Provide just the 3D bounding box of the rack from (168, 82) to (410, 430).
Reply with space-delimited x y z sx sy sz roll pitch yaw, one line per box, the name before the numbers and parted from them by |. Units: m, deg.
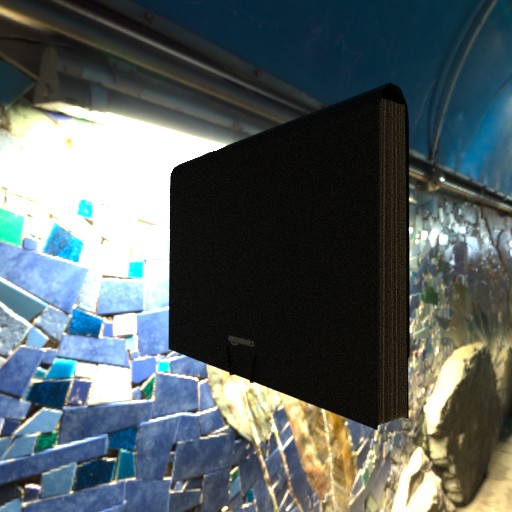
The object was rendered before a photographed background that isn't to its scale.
rack | 0.000 0.000 0.445 0.041 0.241 0.330 0 0 -36
